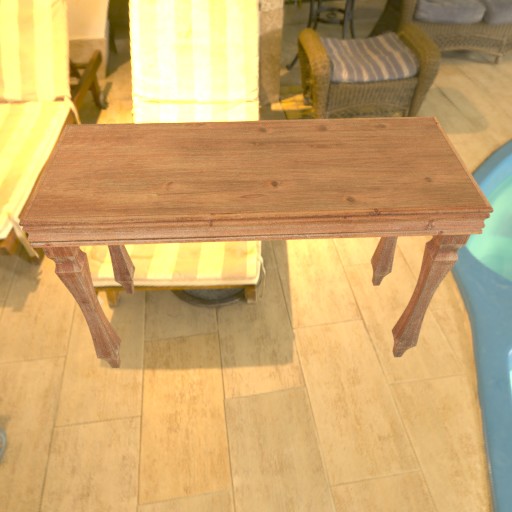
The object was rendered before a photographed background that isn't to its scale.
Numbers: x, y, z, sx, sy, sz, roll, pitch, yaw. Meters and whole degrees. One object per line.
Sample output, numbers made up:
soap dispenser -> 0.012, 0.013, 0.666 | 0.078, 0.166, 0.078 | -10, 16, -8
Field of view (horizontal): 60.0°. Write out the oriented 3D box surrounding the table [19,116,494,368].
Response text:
table -> 0.000, 0.000, 1.732 | 1.330, 0.873, 0.522 | -2, 47, -2
